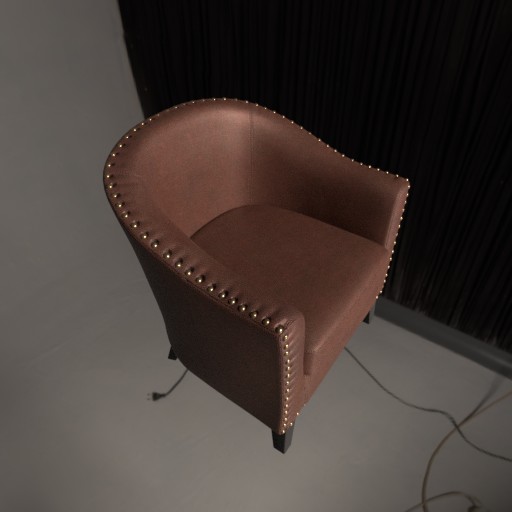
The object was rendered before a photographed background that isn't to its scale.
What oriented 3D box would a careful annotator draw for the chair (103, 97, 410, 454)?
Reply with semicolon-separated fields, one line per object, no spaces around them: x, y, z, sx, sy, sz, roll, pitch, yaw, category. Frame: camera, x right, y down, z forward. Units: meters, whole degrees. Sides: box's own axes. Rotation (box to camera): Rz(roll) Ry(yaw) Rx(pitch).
0.000;0.000;1.476;0.748;0.823;0.794;24;46;26;chair
